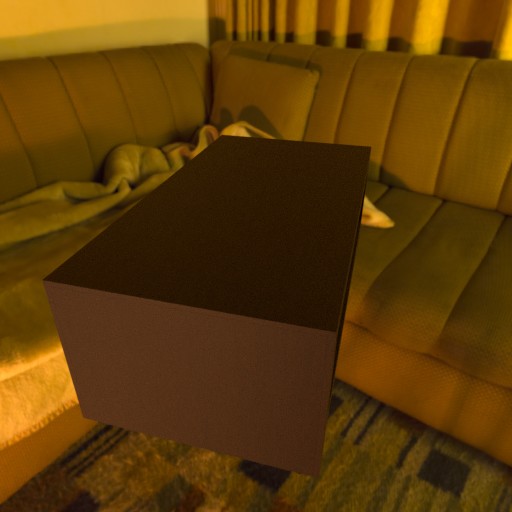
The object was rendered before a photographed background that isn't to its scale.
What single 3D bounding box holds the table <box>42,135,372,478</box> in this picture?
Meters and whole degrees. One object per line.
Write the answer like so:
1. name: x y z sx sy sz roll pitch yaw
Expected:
1. table: 0.000 0.000 1.397 0.597 0.424 1.099 8 32 13
